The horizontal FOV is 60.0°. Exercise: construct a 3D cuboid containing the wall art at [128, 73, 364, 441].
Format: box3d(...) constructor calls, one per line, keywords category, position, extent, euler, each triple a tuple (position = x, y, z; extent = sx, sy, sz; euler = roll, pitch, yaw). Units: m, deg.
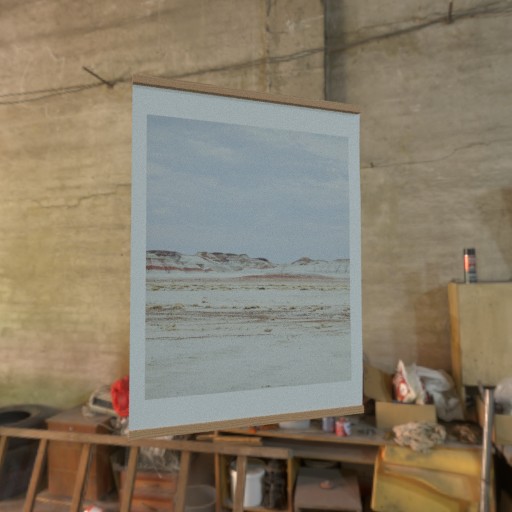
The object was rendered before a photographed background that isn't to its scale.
box3d(category="wall art", position=(0.000, 0.000, 1.356), extent=(0.739, 1.016, 0.020), euler=(1, -2, -19))
